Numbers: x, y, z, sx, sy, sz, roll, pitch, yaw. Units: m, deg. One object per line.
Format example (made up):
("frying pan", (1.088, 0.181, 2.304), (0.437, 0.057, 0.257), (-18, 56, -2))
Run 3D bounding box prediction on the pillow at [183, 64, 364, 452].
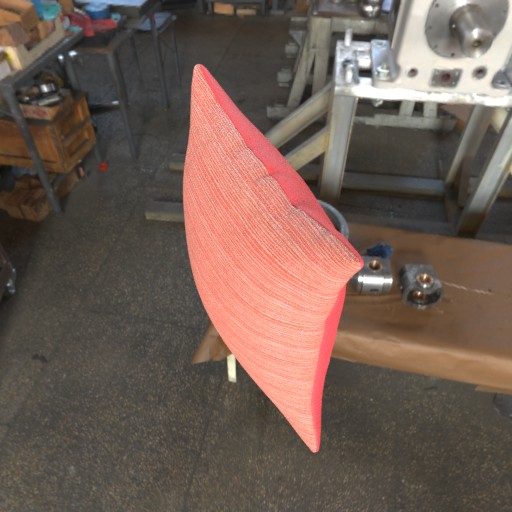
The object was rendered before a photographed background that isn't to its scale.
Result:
("pillow", (0.000, 0.000, 0.800), (0.229, 0.501, 0.559), (-17, 49, -16))
